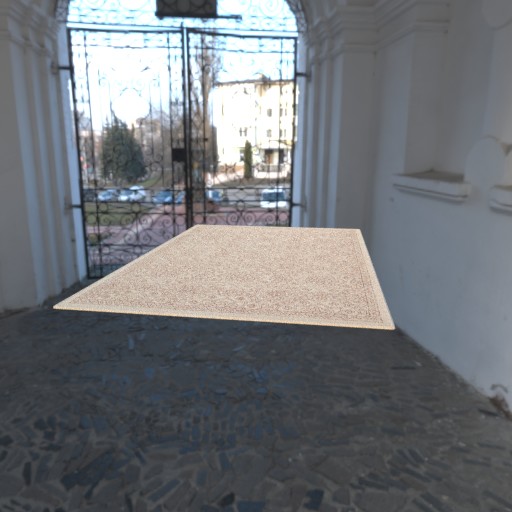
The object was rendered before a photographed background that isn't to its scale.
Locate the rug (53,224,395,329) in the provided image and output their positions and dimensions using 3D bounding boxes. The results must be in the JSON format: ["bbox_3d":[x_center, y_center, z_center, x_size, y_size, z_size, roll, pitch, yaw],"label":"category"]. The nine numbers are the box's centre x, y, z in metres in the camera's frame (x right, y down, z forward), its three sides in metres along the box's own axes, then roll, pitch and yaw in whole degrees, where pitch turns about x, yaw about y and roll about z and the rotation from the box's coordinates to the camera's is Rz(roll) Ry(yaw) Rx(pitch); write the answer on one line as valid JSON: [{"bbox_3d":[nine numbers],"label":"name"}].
[{"bbox_3d":[0.000,0.000,2.410,1.219,0.010,1.829,2,14,9],"label":"rug"}]
